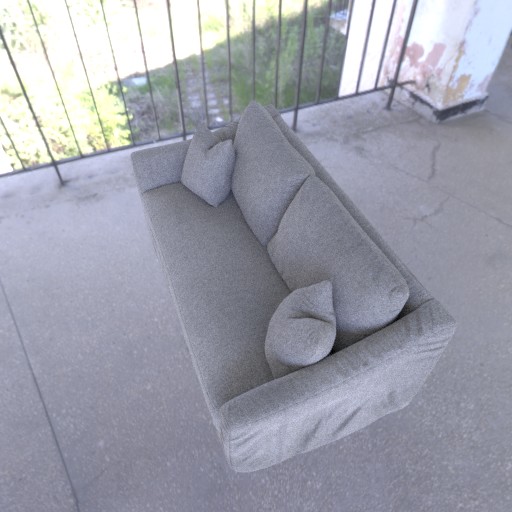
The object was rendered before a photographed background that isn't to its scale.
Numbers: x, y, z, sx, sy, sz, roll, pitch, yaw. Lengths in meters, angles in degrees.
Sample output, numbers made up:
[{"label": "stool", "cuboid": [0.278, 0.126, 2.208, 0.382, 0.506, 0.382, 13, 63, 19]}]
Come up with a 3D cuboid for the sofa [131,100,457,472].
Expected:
[{"label": "sofa", "cuboid": [0.000, 0.000, 2.607, 1.072, 1.018, 2.010, -16, 49, -15]}]
